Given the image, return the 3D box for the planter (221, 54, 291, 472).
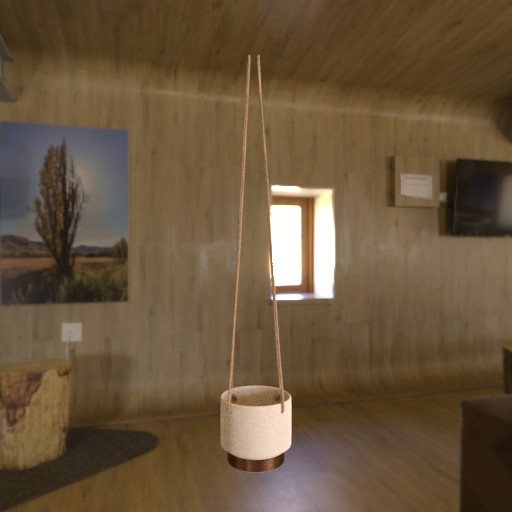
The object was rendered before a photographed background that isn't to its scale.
[{"bbox_3d":[0.000,0.000,0.920,0.146,0.841,0.146,0,-1,0],"label":"planter"}]
